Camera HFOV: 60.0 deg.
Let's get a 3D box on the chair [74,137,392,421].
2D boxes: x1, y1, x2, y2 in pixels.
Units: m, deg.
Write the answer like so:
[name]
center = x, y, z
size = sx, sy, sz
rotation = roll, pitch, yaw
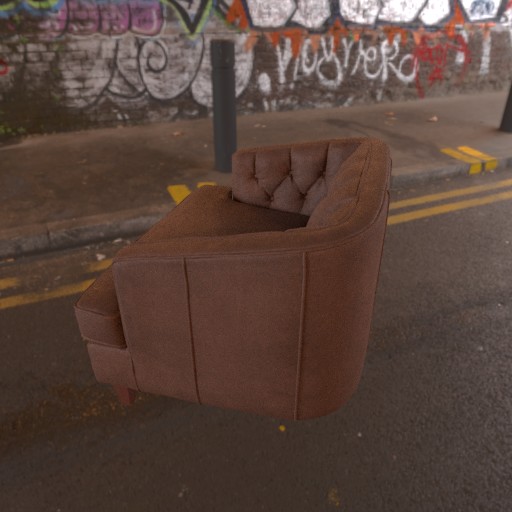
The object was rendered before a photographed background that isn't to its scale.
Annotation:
[chair]
center = 0.000, 0.000, 1.711
size = 0.914, 0.787, 1.118
rotation = 8, 30, 14
